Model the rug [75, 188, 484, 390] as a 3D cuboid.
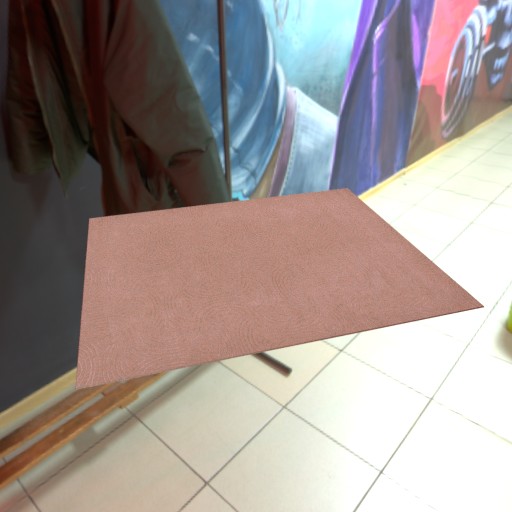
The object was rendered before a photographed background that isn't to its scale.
[{"bbox_3d":[0.000,0.000,3.502,2.584,0.011,2.073,-8,33,-13],"label":"rug"}]
